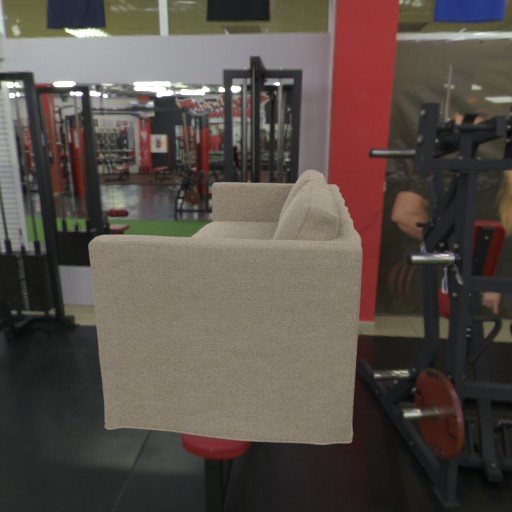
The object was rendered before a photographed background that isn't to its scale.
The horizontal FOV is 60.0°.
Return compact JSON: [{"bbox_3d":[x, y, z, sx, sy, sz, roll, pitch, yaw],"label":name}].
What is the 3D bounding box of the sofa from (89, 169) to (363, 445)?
[{"bbox_3d":[0.000,0.000,2.440,0.956,0.847,1.987,2,15,7],"label":"sofa"}]
